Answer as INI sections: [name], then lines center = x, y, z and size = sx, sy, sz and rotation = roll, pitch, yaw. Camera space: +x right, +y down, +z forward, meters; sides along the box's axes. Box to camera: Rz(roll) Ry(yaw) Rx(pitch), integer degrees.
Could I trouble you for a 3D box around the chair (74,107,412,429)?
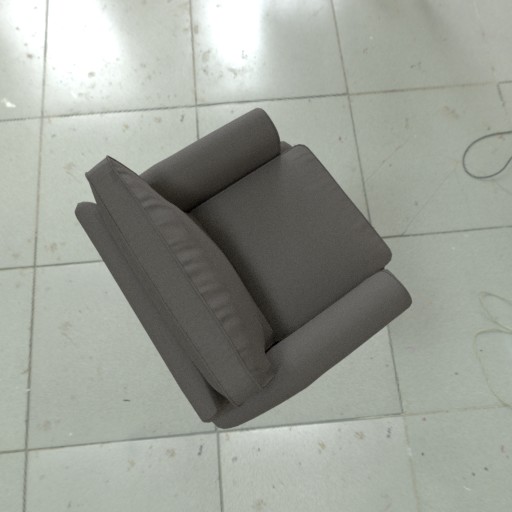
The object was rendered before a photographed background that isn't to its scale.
[chair]
center = 0.000, 0.000, 1.769
size = 0.966, 0.967, 1.029
rotation = -34, 77, -9
